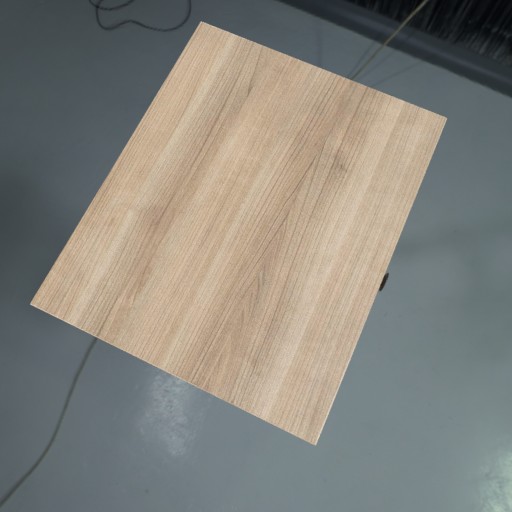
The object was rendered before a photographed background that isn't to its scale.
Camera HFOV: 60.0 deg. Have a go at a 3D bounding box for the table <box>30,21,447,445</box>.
[{"bbox_3d":[0.000,0.000,0.775,0.380,0.460,0.445,24,76,6],"label":"table"}]
